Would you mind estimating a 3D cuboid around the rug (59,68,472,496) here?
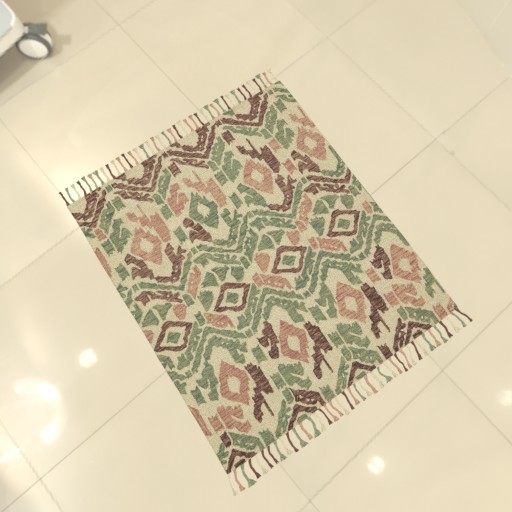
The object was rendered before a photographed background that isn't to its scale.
[{"bbox_3d":[0.000,0.000,3.925,2.438,0.010,3.048,-33,78,-8],"label":"rug"}]
